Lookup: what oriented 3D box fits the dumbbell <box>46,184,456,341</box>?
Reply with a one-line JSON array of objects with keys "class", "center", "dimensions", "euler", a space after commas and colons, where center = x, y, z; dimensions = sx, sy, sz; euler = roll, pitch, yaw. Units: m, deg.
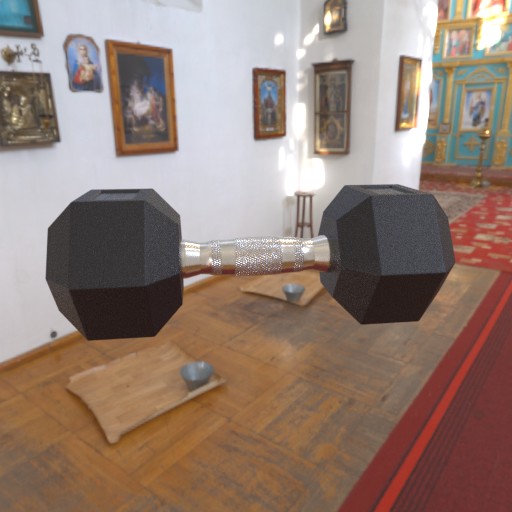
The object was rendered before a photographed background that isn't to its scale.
[{"class": "dumbbell", "center": [0.000, 0.000, 0.423], "dimensions": [0.356, 0.123, 0.141], "euler": [-2, 17, -7]}]
